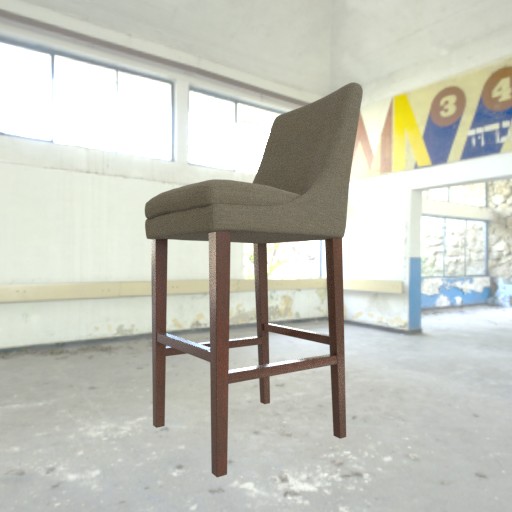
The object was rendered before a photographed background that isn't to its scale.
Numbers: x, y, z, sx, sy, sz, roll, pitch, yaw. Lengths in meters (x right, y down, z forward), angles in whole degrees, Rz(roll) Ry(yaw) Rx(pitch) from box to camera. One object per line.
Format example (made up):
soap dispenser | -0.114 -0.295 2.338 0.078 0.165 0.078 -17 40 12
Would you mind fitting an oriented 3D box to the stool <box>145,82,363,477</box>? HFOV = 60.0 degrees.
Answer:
stool | 0.000 0.000 1.391 0.577 1.078 0.470 1 -1 -34
